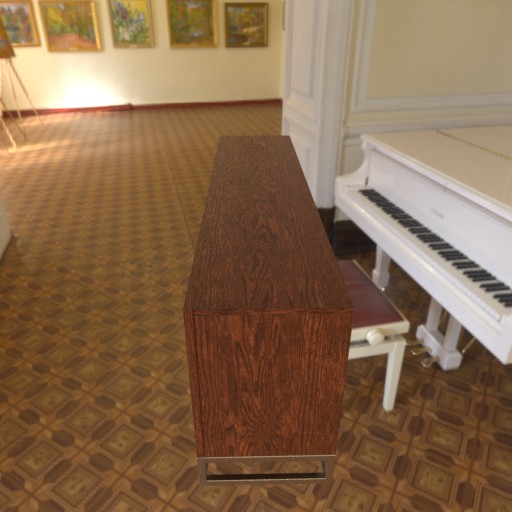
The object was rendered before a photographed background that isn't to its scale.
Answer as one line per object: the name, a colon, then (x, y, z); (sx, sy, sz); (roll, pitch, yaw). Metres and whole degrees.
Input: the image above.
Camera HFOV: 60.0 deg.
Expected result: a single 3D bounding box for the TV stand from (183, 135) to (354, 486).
TV stand: (0.000, 0.000, 1.741); (0.382, 0.578, 1.541); (-1, 28, -1)
